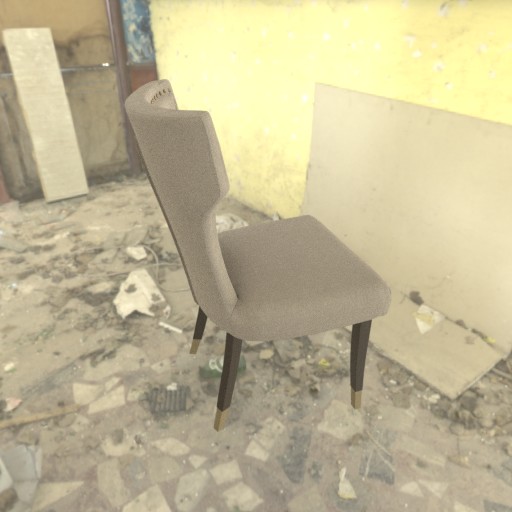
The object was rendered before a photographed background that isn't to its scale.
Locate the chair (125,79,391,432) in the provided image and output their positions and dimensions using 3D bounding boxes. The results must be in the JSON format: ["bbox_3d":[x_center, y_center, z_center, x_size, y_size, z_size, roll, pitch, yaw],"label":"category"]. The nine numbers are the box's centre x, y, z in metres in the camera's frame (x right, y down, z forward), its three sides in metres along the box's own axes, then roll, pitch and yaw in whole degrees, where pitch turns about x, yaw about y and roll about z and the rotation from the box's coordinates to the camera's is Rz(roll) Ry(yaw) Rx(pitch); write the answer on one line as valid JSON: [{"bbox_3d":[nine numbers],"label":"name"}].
[{"bbox_3d":[0.000,0.000,1.321,0.630,0.950,0.526,-10,31,-17],"label":"chair"}]
